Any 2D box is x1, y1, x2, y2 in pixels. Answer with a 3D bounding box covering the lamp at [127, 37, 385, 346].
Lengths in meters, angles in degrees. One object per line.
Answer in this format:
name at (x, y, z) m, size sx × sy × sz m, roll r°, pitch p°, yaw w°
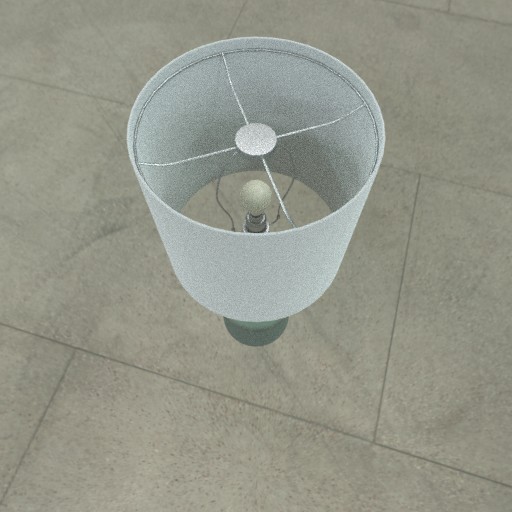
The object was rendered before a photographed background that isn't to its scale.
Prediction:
lamp at (0.000, 0.000, 0.586) m, size 0.212 × 0.493 × 0.212 m, roll -17°, pitch 65°, yaw -8°
